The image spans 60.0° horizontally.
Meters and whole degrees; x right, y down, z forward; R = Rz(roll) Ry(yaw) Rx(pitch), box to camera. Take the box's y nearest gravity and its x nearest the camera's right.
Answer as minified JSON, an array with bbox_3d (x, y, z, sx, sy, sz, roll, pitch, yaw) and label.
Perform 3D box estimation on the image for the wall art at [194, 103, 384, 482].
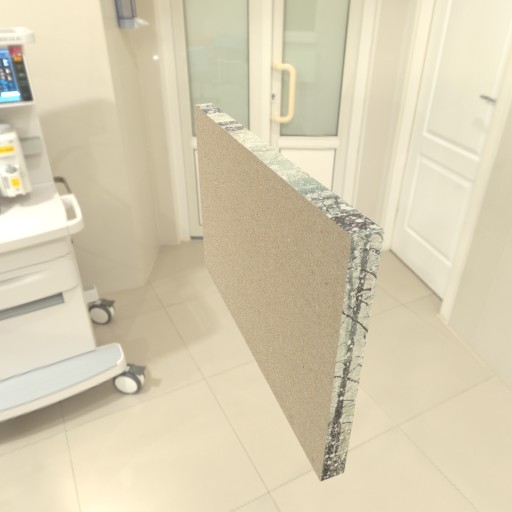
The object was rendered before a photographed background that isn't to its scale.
[{"bbox_3d":[0.000,0.000,0.782,0.042,0.398,0.618,-11,33,-18],"label":"wall art"}]
